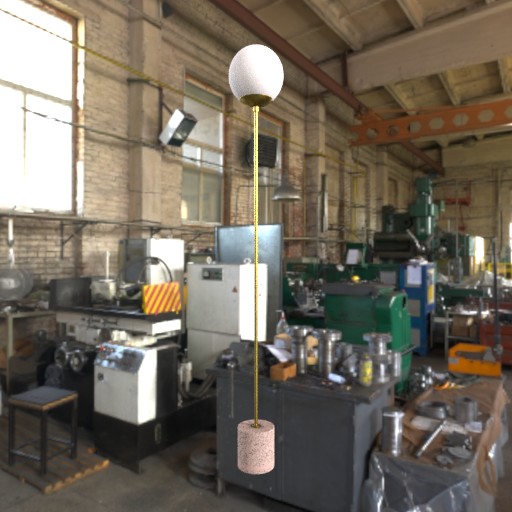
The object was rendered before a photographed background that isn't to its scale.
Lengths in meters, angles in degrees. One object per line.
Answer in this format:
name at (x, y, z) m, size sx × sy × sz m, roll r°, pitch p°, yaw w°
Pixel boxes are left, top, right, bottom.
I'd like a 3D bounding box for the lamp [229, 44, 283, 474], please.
lamp at (0.000, 0.000, 1.853) m, size 0.229 × 1.748 × 0.229 m, roll 0°, pitch 0°, yaw 0°
